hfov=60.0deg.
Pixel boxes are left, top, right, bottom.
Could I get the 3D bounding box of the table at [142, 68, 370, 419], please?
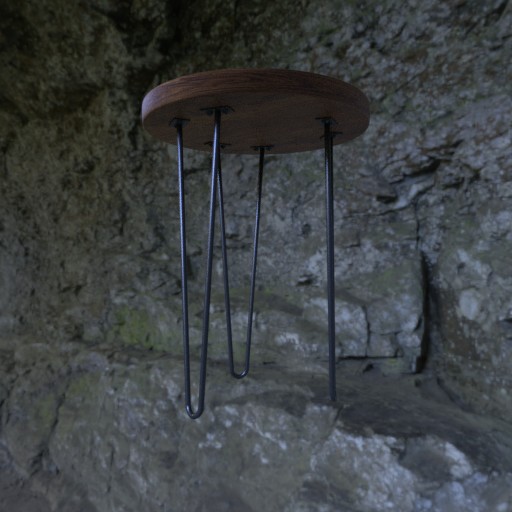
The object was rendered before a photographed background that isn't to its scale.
[{"bbox_3d":[0.000,0.000,0.806,0.400,0.520,0.400,0,1,0],"label":"table"}]
